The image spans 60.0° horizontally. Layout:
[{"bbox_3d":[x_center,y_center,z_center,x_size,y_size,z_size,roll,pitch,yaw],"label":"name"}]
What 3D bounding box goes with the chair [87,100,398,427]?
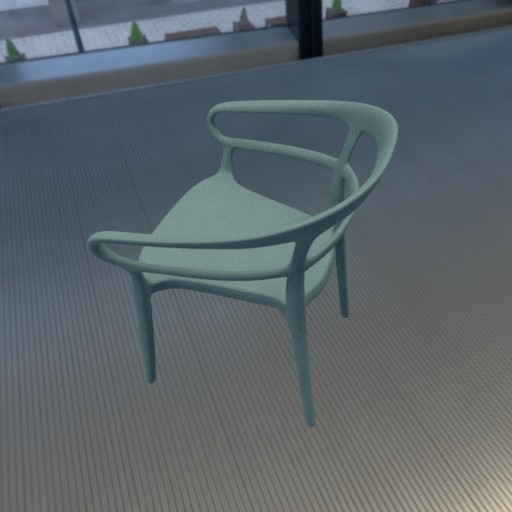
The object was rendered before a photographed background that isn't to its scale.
[{"bbox_3d":[0.000,0.000,1.124,0.527,0.761,0.559,16,49,15],"label":"chair"}]
